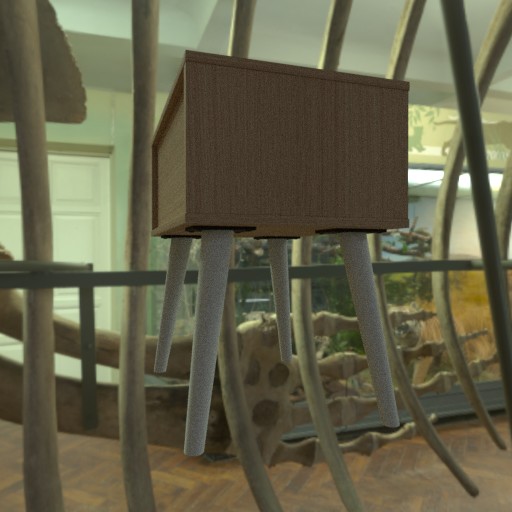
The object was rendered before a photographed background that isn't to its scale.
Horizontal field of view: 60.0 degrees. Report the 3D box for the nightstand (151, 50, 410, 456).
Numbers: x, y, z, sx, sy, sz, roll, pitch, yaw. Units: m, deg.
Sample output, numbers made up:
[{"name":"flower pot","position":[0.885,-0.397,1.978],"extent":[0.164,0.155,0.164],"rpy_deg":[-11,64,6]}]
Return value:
[{"name":"nightstand","position":[0.000,0.000,0.986],"extent":[0.407,0.610,0.571],"rpy_deg":[0,0,-18]}]
